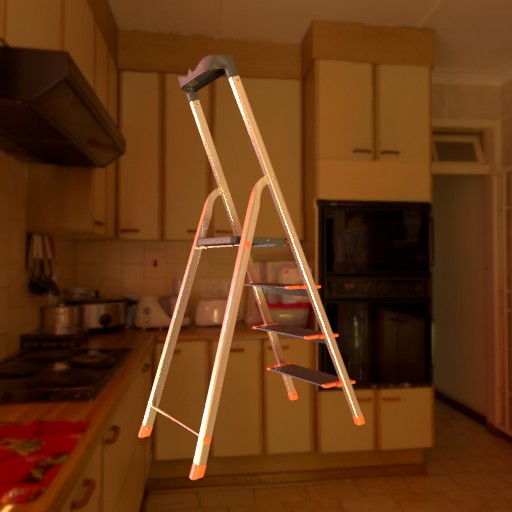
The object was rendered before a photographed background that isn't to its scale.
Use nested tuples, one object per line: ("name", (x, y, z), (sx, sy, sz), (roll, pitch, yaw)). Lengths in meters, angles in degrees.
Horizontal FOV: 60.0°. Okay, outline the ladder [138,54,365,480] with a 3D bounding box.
("ladder", (0.000, 0.000, 1.836), (0.834, 1.429, 0.452), (1, -1, -37))
